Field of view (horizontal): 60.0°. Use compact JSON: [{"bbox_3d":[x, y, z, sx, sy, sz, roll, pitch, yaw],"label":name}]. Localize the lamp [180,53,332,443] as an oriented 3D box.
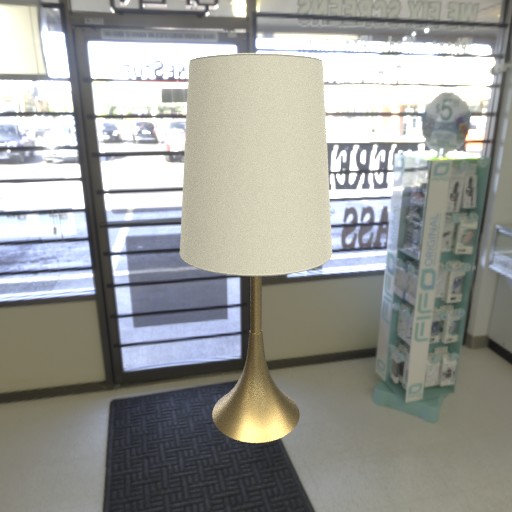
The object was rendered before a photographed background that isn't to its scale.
[{"bbox_3d":[0.000,0.000,0.682,0.231,0.569,0.231,0,17,0],"label":"lamp"}]
